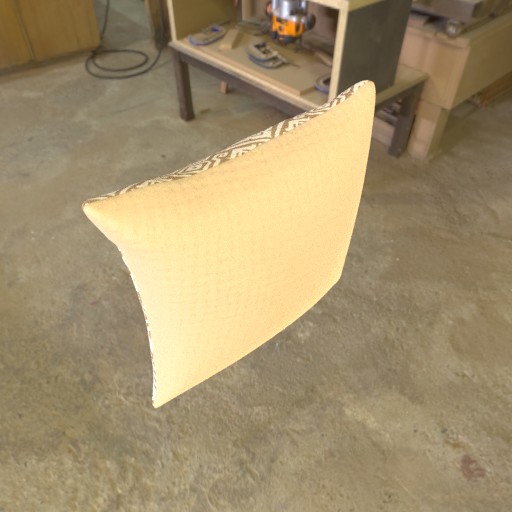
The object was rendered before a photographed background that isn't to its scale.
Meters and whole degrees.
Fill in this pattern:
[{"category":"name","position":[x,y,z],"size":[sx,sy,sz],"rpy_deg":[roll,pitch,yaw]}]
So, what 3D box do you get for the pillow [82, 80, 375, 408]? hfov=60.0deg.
[{"category":"pillow","position":[0.000,0.000,0.644],"size":[0.419,0.407,0.173],"rpy_deg":[-31,54,-26]}]
